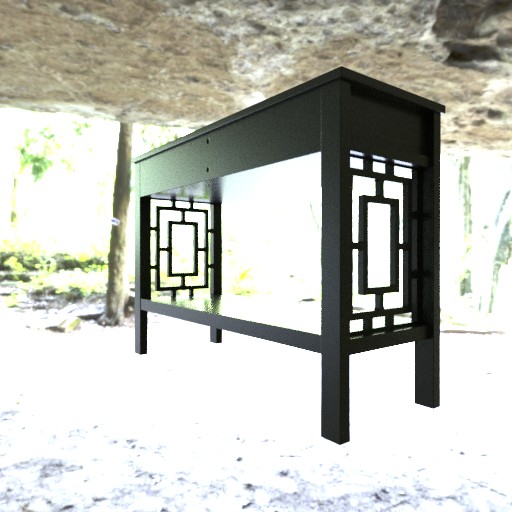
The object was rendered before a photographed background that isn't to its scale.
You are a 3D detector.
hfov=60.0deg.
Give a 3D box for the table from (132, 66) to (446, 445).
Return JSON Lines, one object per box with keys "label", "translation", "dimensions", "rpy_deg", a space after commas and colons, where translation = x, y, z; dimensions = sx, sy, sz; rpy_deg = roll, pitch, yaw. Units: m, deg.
{"label": "table", "translation": [0.000, 0.000, 1.417], "dimensions": [0.397, 0.753, 1.068], "rpy_deg": [0, 0, -37]}
